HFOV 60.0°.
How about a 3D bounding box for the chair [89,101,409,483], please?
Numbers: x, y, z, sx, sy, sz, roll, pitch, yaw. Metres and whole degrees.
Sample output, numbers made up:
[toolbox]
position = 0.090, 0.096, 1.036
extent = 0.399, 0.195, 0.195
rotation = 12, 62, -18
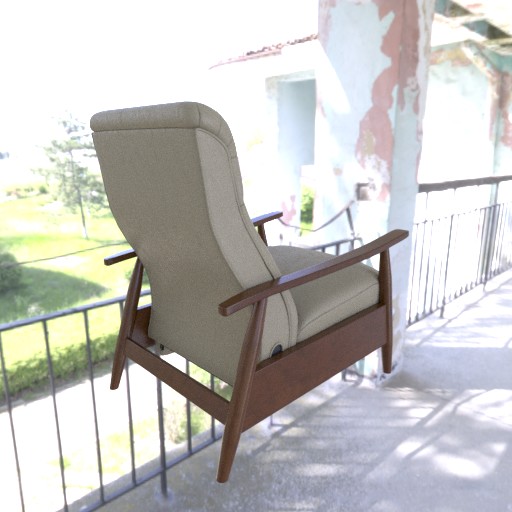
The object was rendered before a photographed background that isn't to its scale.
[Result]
[chair]
position = 0.000, 0.000, 1.755
extent = 1.014, 1.082, 0.762
rotation = -13, 19, -42
